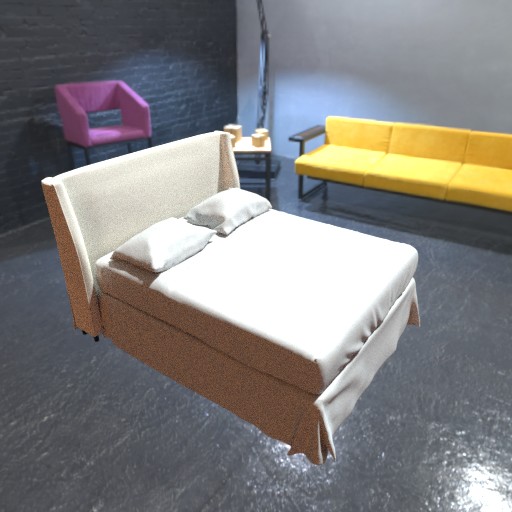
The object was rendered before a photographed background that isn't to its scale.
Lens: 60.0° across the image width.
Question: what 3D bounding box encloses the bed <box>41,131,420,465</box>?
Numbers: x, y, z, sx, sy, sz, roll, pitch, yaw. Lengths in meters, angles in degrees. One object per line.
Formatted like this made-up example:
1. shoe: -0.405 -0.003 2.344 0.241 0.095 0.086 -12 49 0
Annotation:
1. bed: 0.000 0.000 3.415 2.276 1.332 1.925 19 33 31
